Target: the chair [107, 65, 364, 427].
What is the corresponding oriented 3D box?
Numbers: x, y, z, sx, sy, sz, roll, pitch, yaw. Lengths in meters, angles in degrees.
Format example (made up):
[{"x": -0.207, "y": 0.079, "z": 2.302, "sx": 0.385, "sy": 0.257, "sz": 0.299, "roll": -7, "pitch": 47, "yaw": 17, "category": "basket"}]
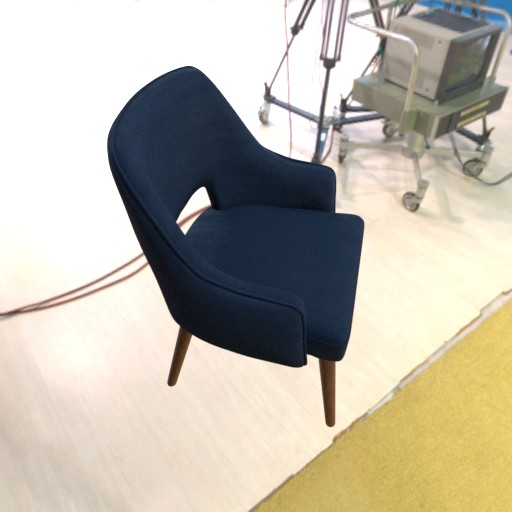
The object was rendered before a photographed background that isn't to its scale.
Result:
[{"x": 0.000, "y": 0.000, "z": 1.204, "sx": 0.591, "sy": 0.844, "sz": 0.559, "roll": 10, "pitch": 46, "yaw": 10, "category": "chair"}]
